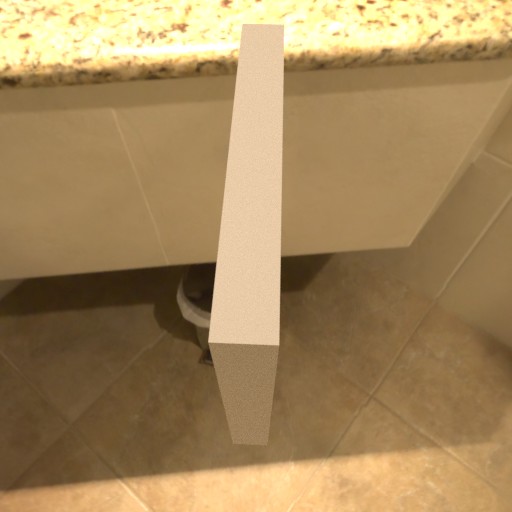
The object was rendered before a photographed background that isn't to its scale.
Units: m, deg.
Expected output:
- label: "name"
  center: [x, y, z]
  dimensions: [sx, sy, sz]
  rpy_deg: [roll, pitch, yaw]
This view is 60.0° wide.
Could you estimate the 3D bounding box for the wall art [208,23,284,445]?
- label: "wall art"
  center: [0.000, 0.000, 0.448]
  dimensions: [0.038, 0.304, 0.305]
  rpy_deg: [2, 58, 1]
